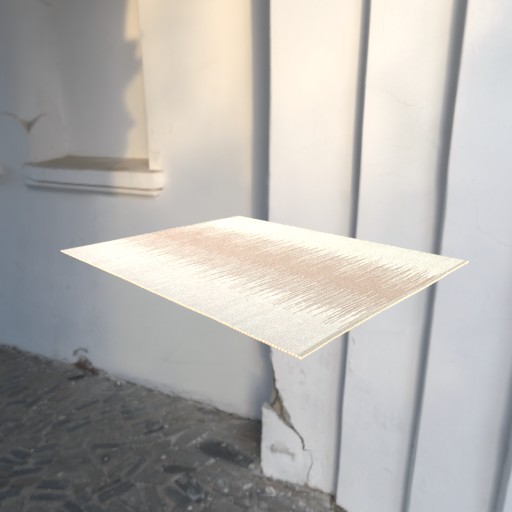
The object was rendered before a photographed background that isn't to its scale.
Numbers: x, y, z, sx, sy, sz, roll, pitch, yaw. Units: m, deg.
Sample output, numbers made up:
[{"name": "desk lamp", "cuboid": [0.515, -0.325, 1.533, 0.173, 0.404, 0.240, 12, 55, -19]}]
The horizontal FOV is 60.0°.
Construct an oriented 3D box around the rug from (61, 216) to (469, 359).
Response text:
[{"name": "rug", "cuboid": [0.000, 0.000, 4.208, 3.048, 0.013, 2.438, 15, 22, 42]}]
